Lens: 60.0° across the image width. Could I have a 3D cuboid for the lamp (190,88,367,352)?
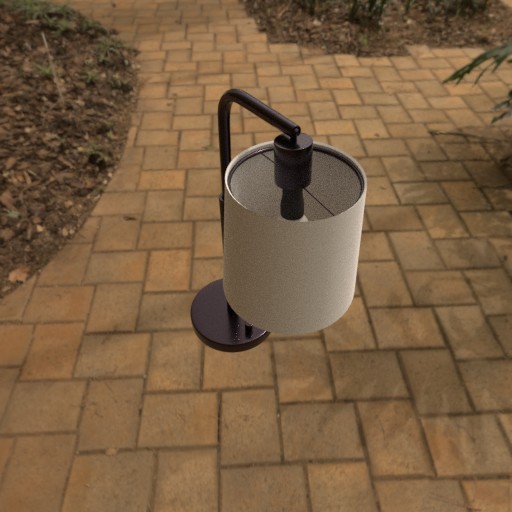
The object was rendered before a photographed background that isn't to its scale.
[{"bbox_3d":[0.000,0.000,0.647,0.171,0.489,0.333,-24,50,-22],"label":"lamp"}]
